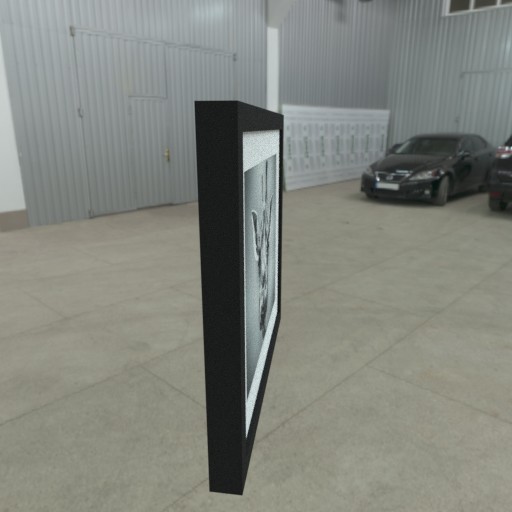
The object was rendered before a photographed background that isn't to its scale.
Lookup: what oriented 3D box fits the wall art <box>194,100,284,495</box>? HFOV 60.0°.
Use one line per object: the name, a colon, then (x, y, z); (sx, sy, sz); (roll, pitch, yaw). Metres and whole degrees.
wall art: (0.000, 0.000, 0.529); (0.031, 0.330, 0.381); (2, 16, 8)
